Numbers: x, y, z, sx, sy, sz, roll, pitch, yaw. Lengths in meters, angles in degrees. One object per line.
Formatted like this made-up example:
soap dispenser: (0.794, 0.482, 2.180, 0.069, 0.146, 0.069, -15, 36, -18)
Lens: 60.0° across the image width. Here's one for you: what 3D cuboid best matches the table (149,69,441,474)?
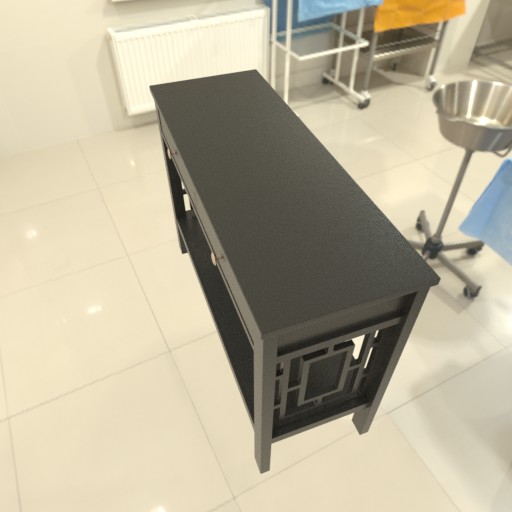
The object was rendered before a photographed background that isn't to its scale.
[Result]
table: (0.000, 0.000, 1.459, 0.397, 0.753, 1.068, -15, 47, -14)
